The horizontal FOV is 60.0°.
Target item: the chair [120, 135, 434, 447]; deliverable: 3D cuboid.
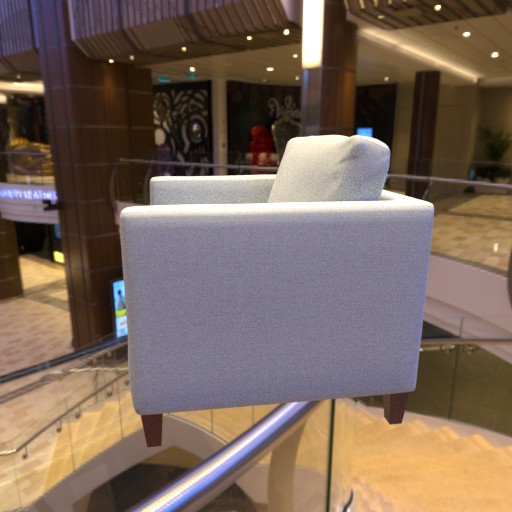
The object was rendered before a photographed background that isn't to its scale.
[{"bbox_3d":[0.000,0.000,1.827,0.953,0.961,1.107,-2,15,-8],"label":"chair"}]
